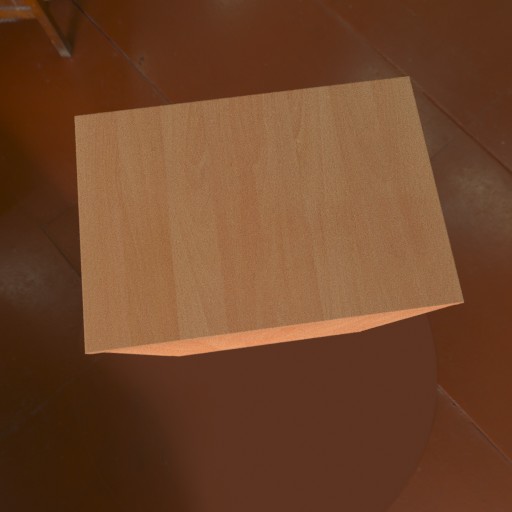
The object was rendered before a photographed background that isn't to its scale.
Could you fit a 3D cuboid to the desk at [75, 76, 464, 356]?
[{"bbox_3d":[0.000,0.000,1.081,0.600,0.730,0.404,-7,77,-2],"label":"desk"}]
